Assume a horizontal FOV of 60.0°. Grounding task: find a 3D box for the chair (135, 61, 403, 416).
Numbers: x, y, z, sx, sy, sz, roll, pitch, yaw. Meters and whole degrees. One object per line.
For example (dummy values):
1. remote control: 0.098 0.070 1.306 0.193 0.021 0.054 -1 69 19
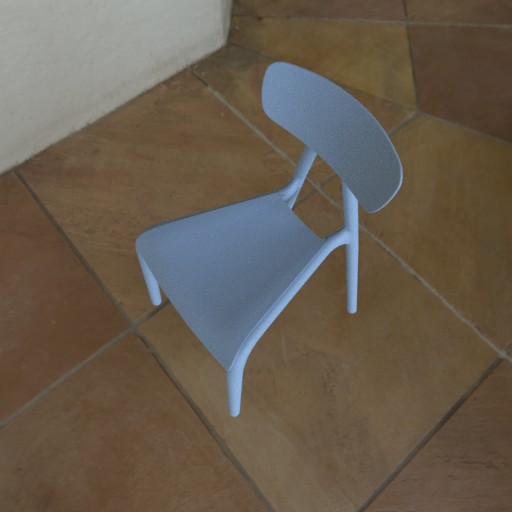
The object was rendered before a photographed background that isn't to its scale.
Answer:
1. chair: 0.000 0.000 0.854 0.401 0.580 0.356 -34 68 -16
